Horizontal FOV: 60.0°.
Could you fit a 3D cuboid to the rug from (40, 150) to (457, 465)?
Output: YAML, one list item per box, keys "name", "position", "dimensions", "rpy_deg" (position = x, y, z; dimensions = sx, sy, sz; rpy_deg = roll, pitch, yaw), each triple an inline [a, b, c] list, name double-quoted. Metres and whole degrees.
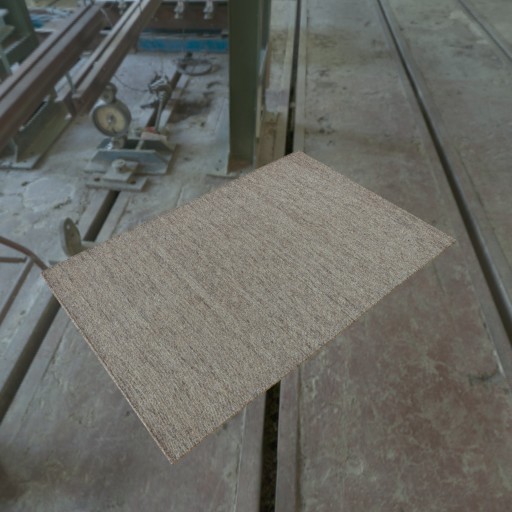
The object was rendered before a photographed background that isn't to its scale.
- name: "rug"
  position: [0.000, 0.000, 2.907]
  dimensions: [2.283, 0.013, 1.547]
  rpy_deg: [-31, 52, -28]
